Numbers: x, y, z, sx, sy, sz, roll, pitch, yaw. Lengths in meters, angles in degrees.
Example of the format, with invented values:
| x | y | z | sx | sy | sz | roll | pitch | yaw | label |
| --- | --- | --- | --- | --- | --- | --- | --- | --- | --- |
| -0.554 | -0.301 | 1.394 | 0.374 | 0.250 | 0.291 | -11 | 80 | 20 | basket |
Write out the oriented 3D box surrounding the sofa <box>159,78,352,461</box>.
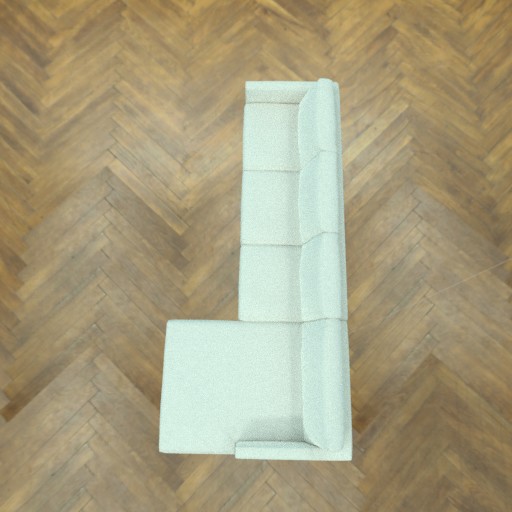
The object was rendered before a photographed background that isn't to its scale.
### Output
| x | y | z | sx | sy | sz | roll | pitch | yaw | label |
| --- | --- | --- | --- | --- | --- | --- | --- | --- | --- |
| 0.000 | 0.000 | 4.185 | 1.606 | 0.954 | 3.471 | 1 | 75 | 0 | sofa |
